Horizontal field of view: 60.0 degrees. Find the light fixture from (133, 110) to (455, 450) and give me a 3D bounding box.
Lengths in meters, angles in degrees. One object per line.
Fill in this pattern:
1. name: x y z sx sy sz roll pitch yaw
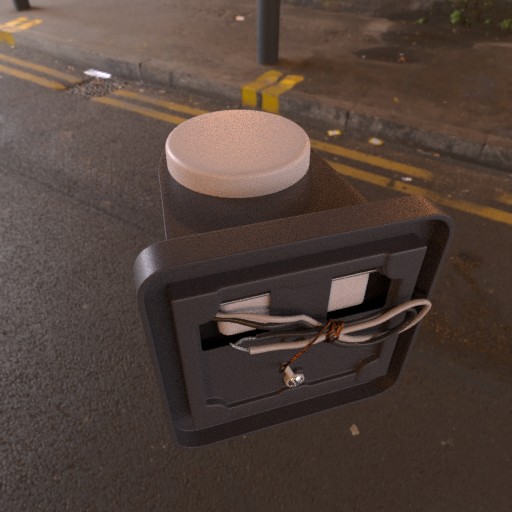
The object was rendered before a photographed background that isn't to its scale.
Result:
1. light fixture: 0.000 0.000 0.212 0.109 0.109 0.132 -11 42 -13
